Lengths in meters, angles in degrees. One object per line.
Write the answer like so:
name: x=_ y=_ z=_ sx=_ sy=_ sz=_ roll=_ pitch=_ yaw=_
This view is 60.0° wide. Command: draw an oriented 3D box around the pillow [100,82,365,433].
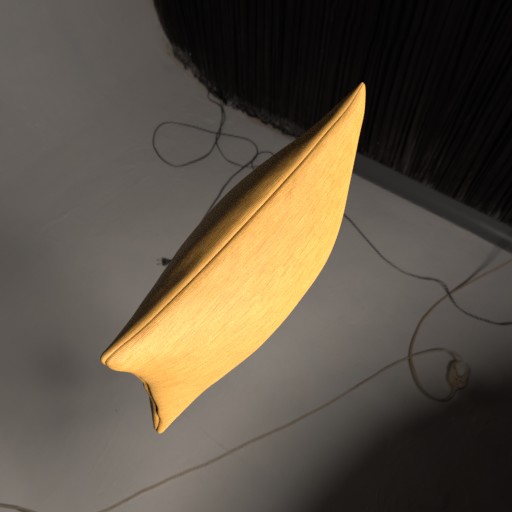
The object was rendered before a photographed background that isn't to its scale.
pillow: x=0.000 y=0.000 z=0.791 sx=0.210 sy=0.354 sz=0.634 roll=31 pitch=62 yaw=19
